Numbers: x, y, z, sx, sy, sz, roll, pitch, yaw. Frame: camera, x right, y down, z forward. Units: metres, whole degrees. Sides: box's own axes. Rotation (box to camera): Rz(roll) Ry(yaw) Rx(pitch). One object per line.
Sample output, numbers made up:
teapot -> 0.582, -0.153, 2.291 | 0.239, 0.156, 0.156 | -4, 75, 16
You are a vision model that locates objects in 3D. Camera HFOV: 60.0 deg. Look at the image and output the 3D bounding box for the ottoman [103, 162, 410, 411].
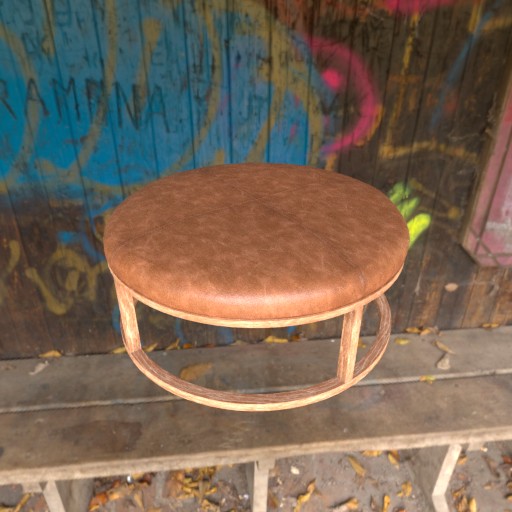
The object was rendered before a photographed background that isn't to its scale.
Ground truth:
ottoman -> 0.000, 0.000, 1.584 | 1.006, 0.445, 1.006 | 0, 31, 0
